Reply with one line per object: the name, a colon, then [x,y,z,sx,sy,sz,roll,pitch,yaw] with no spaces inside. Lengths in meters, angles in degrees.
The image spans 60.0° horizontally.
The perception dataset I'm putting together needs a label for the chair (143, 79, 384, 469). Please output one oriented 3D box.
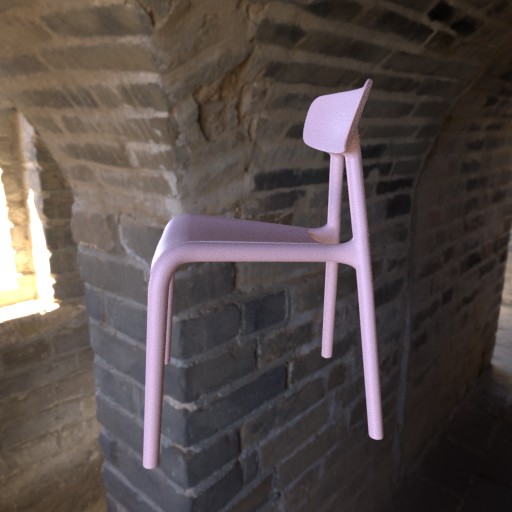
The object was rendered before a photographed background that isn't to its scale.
chair: [0.000,0.000,0.807,0.401,0.580,0.356,-2,15,-7]
